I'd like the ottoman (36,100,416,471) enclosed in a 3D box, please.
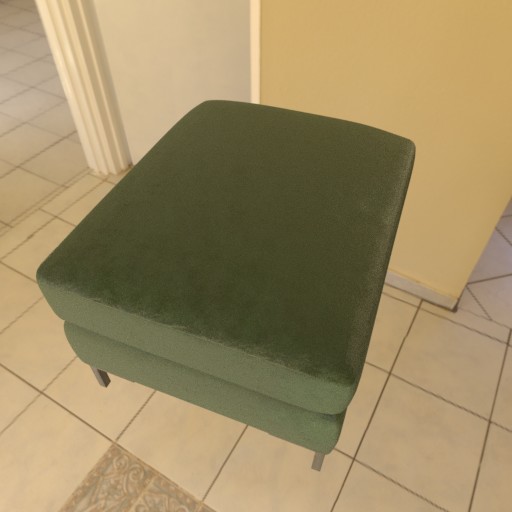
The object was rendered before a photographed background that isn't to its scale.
[{"bbox_3d":[0.000,0.000,1.254,0.701,0.538,0.839,16,48,14],"label":"ottoman"}]
